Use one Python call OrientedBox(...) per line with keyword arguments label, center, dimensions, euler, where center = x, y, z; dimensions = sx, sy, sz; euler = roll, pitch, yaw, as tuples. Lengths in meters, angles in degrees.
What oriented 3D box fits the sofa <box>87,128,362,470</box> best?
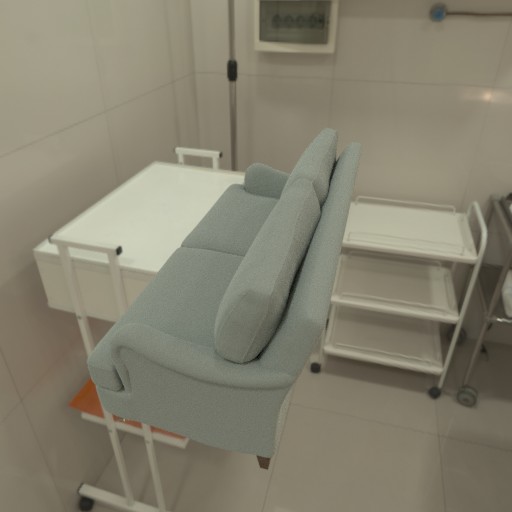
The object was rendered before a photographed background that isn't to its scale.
OrientedBox(label="sofa", center=(0.000, 0.000, 2.753), dimensions=(1.069, 1.096, 2.193), euler=(8, 32, 13))
